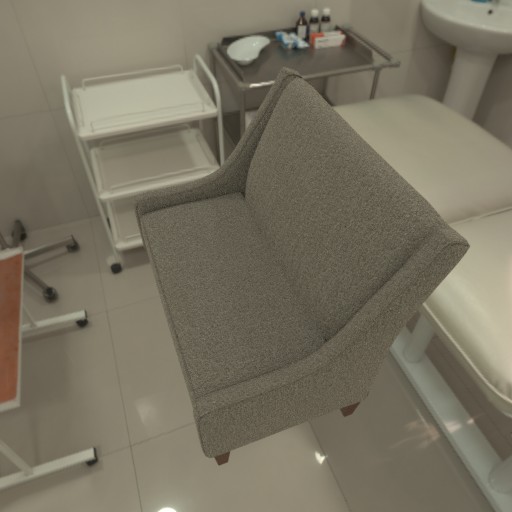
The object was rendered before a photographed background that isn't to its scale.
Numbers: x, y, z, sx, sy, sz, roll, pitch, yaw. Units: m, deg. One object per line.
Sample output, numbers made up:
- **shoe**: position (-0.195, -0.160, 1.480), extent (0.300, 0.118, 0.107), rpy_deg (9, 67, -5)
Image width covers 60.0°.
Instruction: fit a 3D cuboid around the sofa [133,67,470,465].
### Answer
- **sofa**: position (0.000, 0.000, 1.886), extent (0.862, 1.026, 1.242), rpy_deg (-15, 48, -14)
